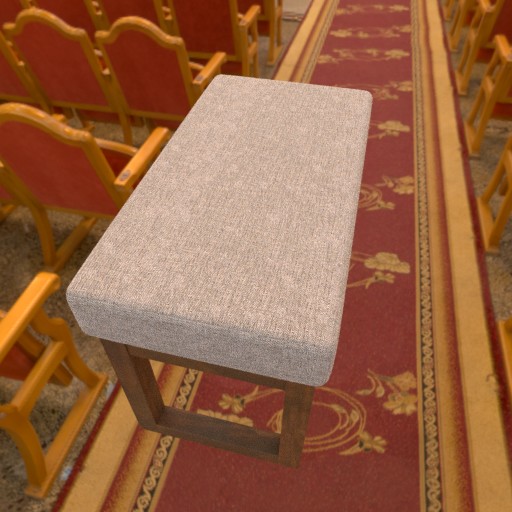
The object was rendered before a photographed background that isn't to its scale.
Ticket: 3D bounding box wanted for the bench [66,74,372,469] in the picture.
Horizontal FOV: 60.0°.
[{"bbox_3d":[0.000,0.000,0.937,0.366,0.467,0.681,10,47,10],"label":"bench"}]
